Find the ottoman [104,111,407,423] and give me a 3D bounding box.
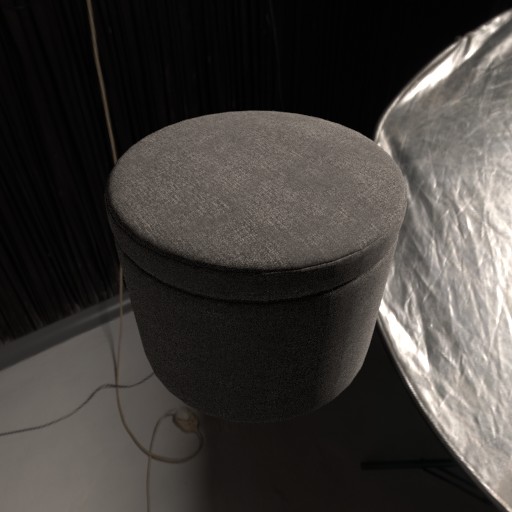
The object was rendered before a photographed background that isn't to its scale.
[{"bbox_3d":[0.000,0.000,0.871,0.500,0.419,0.500,0,41,0],"label":"ottoman"}]
